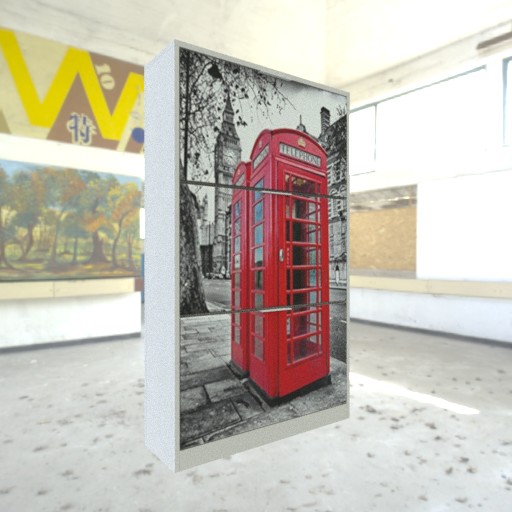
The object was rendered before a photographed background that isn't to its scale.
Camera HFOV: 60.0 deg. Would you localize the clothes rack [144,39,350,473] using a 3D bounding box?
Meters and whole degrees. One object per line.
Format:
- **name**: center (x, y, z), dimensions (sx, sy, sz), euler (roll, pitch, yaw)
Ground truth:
- **clothes rack**: center (0.000, 0.000, 1.616), dimensions (0.750, 1.280, 0.250), euler (0, 0, -36)
